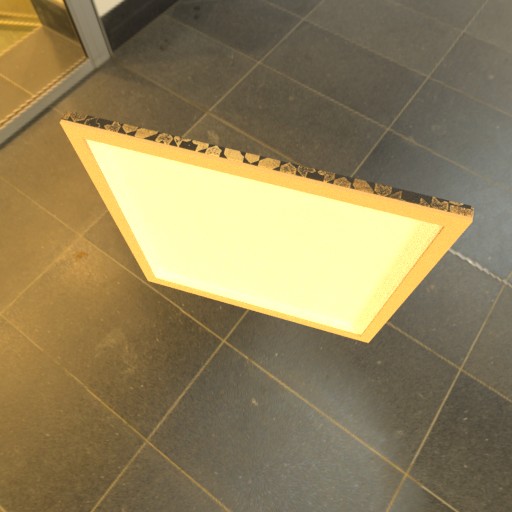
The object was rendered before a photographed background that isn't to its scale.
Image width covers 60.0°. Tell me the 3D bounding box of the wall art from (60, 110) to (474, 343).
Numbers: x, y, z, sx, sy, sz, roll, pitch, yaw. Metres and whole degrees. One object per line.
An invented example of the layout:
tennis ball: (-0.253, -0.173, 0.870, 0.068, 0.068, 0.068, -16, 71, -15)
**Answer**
wall art: (0.000, 0.000, 1.357, 0.914, 0.914, 0.038, 15, 65, 7)
